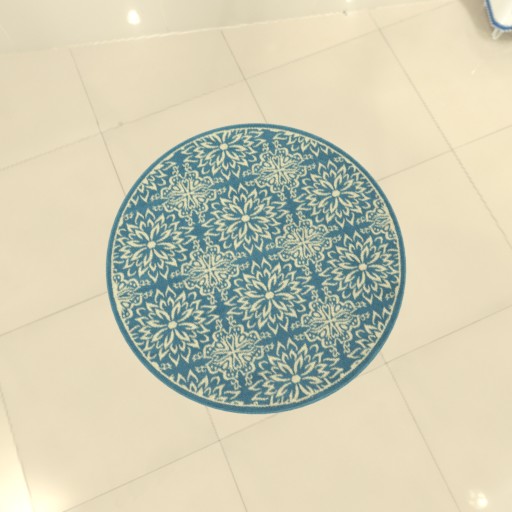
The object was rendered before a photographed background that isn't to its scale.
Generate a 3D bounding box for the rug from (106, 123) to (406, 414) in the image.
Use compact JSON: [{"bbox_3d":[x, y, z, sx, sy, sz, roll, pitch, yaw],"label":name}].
[{"bbox_3d":[0.000,0.000,2.360,1.593,0.012,1.593,0,75,0],"label":"rug"}]
